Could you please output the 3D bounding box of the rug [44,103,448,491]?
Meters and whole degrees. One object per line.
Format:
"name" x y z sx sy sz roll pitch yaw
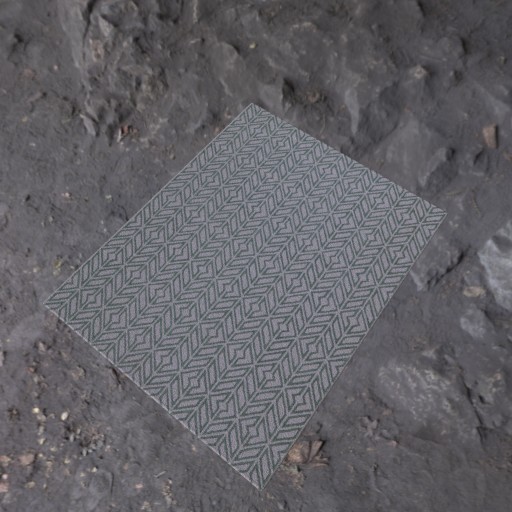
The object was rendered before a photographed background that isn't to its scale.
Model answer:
"rug" 0.000 0.000 4.150 2.441 0.017 3.050 34 68 16
